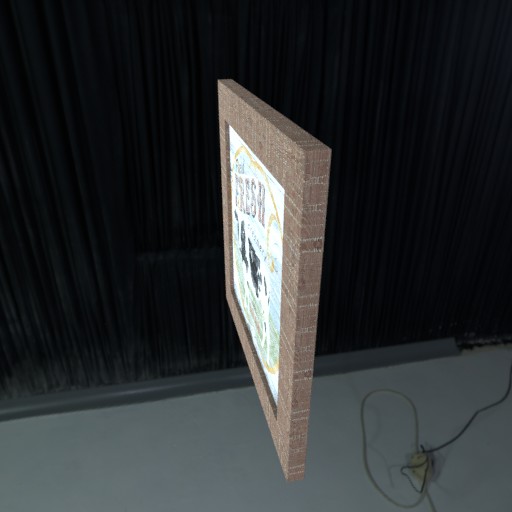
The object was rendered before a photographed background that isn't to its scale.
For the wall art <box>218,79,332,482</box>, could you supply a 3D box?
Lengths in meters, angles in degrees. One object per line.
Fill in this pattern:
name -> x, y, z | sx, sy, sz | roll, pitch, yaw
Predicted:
wall art -> 0.000, 0.000, 0.801 | 0.029, 0.531, 0.531 | -7, 30, -12
